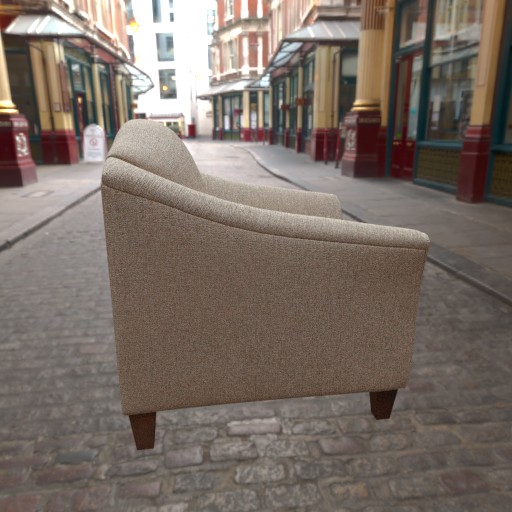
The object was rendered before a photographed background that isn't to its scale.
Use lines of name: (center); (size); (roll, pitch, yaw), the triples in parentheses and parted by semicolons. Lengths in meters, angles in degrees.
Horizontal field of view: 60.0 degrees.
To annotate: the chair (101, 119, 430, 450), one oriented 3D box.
chair: (0.000, 0.000, 1.423); (0.787, 0.839, 0.763); (-2, 16, -8)
